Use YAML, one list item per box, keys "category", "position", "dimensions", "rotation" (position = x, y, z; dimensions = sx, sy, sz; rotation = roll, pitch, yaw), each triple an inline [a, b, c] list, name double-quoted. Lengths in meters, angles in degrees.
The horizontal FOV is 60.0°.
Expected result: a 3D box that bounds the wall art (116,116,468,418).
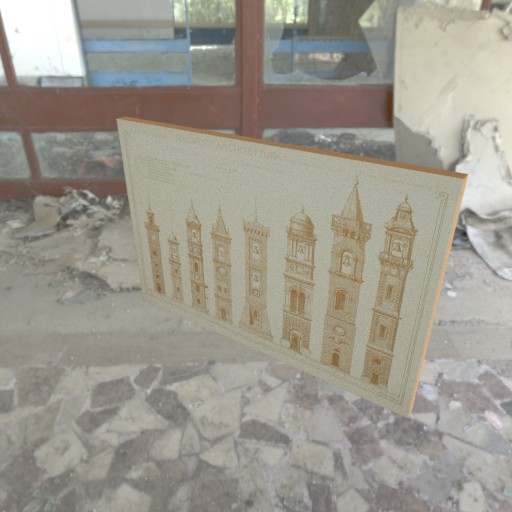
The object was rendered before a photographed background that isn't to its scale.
- category: "wall art"
  position: [0.000, 0.000, 1.170]
  dimensions: [0.915, 0.608, 0.033]
  rotation: [18, 34, 29]
